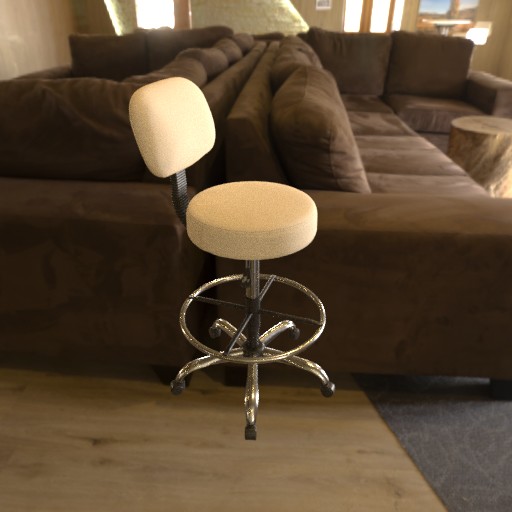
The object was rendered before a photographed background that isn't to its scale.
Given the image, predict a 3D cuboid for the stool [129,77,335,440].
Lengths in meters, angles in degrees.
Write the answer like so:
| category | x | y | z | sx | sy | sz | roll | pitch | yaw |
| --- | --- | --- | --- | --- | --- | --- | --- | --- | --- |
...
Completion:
| category | x | y | z | sx | sy | sz | roll | pitch | yaw |
| --- | --- | --- | --- | --- | --- | --- | --- | --- | --- |
| stool | 0.000 | 0.000 | 1.483 | 0.616 | 1.080 | 0.609 | 10 | 30 | 17 |
